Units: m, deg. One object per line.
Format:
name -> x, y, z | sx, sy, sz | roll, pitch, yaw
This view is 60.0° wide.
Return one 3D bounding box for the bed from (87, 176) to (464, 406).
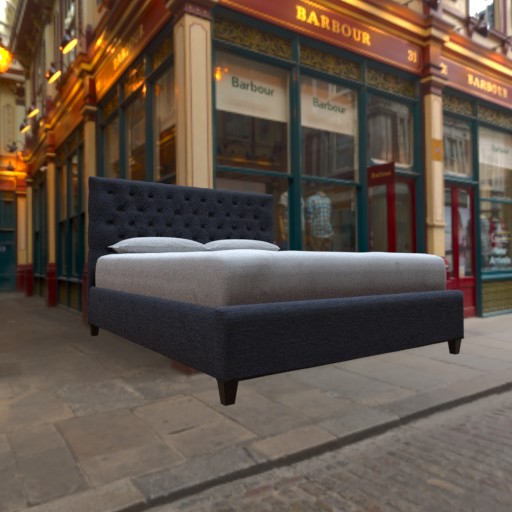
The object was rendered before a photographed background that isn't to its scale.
bed -> 0.000, 0.000, 3.608 | 2.078, 1.427, 2.387 | 0, 0, -35
